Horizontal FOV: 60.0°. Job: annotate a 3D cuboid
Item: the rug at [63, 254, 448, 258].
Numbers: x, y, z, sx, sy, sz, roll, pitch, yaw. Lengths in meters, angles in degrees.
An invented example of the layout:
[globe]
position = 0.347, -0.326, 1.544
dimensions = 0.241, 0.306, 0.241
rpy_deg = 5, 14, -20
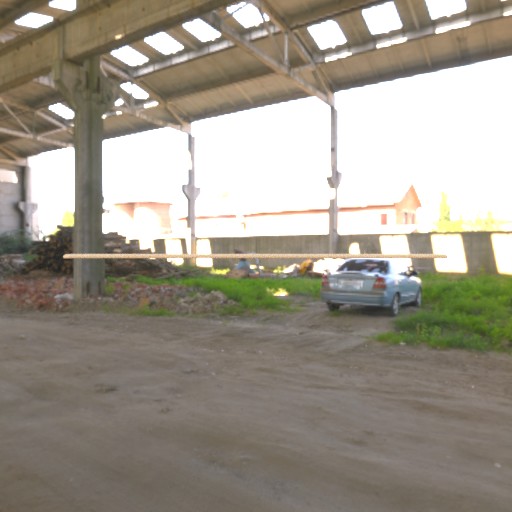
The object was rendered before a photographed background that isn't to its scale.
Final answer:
[rug]
position = 0.000, 0.000, 2.056
dimensions = 1.067, 0.013, 1.676
rpy_deg = 0, 0, 0
